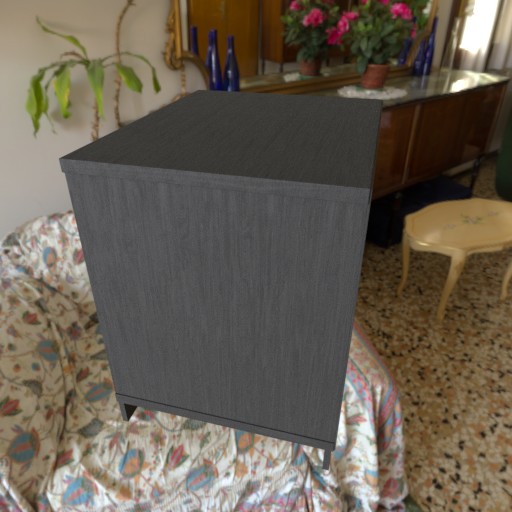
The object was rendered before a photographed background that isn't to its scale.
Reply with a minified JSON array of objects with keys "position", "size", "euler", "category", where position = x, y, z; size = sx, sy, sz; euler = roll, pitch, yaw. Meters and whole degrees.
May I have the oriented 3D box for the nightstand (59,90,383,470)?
[{"position":[0.000,0.000,0.753],"size":[0.347,0.448,0.427],"euler":[8,32,13],"category":"nightstand"}]
